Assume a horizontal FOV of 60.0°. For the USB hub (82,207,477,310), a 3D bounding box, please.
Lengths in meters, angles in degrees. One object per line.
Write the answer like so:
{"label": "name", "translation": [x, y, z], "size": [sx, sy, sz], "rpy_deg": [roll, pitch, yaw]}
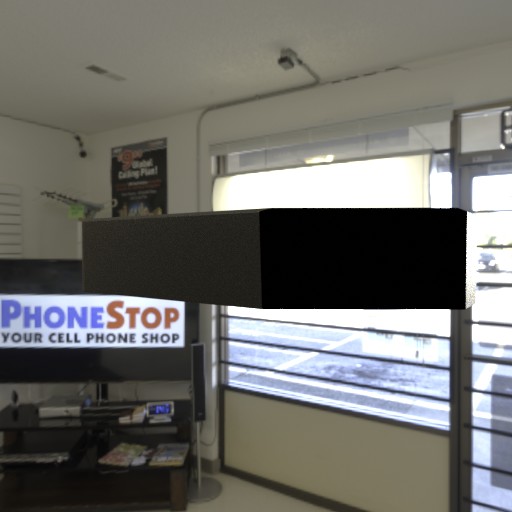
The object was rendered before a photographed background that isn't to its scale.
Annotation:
{"label": "USB hub", "translation": [0.000, 0.000, 0.128], "size": [0.110, 0.023, 0.044], "rpy_deg": [1, 1, 35]}
